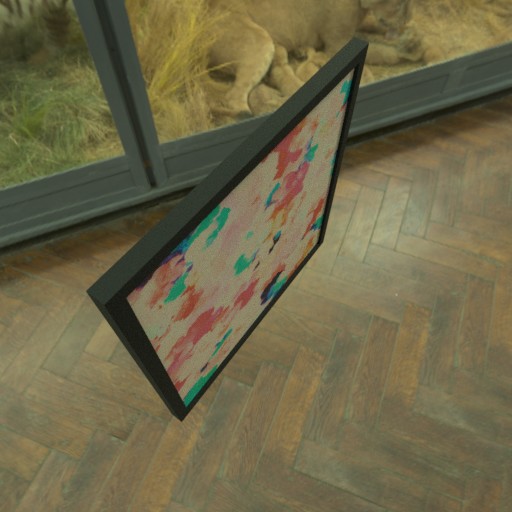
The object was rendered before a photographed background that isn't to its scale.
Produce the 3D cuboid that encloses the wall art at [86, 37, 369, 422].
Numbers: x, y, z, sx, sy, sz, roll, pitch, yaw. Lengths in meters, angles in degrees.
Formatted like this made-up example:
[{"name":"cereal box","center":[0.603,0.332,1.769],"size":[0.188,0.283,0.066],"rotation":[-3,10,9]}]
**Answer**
[{"name":"wall art","center":[0.000,0.000,0.443],"size":[0.015,0.304,0.306],"rotation":[32,63,18]}]
